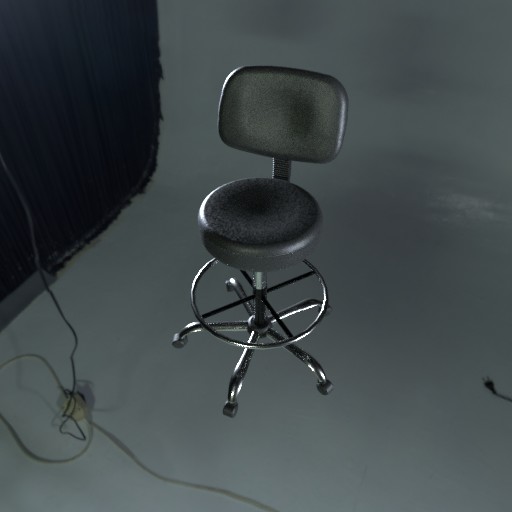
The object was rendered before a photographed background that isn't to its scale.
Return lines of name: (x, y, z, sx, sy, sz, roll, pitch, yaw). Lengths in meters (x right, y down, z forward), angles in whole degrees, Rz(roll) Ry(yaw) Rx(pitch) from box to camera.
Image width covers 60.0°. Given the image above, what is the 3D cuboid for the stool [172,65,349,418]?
stool: (0.000, 0.000, 1.515, 0.694, 1.069, 0.658, 13, 44, 14)
